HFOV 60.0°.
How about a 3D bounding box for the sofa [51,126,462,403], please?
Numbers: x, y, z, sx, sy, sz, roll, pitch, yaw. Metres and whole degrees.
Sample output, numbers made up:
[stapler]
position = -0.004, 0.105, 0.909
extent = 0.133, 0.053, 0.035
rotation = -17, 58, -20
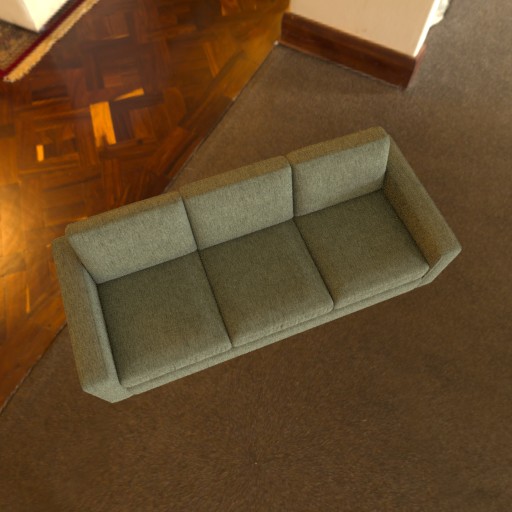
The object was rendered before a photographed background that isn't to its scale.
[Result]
[sofa]
position = 0.000, 0.000, 2.624
extent = 2.160, 0.800, 0.900
rotation = -19, 66, -9
